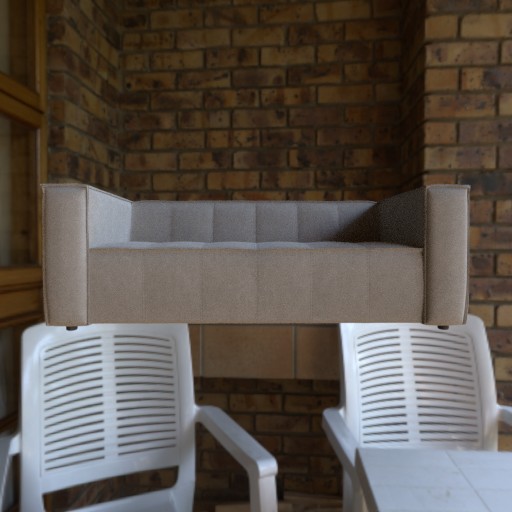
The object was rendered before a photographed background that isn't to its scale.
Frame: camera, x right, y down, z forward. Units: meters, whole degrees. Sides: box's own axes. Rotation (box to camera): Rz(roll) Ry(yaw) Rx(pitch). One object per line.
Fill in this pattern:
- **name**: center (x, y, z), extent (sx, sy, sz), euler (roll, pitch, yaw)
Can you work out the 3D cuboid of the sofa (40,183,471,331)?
- **sofa**: center (0.000, 0.000, 2.496), extent (1.995, 0.680, 1.038), euler (0, 1, -1)
